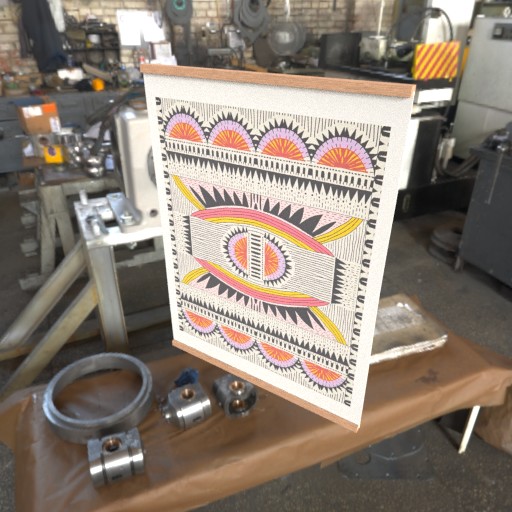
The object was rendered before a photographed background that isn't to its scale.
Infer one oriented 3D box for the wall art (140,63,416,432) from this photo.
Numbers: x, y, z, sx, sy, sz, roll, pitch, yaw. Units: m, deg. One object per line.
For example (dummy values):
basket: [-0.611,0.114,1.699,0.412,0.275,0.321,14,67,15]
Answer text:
wall art: [0.000,0.000,1.321,0.765,1.016,0.028,17,34,28]
